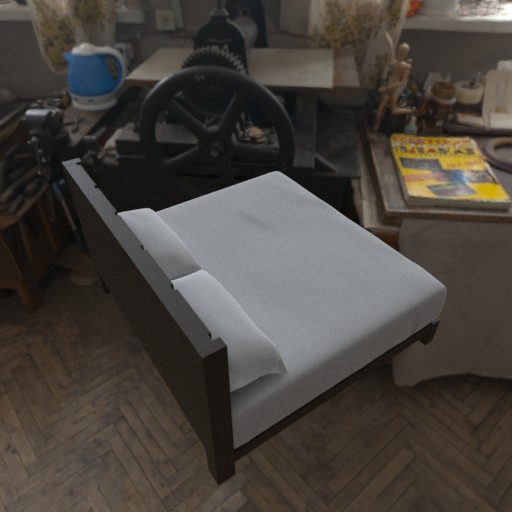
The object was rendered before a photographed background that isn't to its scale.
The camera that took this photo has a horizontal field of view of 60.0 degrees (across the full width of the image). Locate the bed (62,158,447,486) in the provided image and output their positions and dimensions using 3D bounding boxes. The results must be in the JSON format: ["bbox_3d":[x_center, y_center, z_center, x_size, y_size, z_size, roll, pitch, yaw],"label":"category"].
[{"bbox_3d":[0.000,0.000,3.430,2.012,1.270,2.134,-24,45,-26],"label":"bed"}]
